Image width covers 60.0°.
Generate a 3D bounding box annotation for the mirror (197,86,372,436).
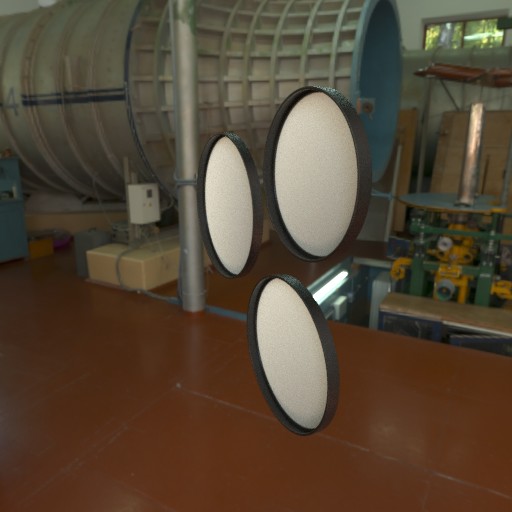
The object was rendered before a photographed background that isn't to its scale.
[{"bbox_3d":[0.000,0.000,3.074,0.076,2.096,2.160,-8,17,-26],"label":"mirror"}]
